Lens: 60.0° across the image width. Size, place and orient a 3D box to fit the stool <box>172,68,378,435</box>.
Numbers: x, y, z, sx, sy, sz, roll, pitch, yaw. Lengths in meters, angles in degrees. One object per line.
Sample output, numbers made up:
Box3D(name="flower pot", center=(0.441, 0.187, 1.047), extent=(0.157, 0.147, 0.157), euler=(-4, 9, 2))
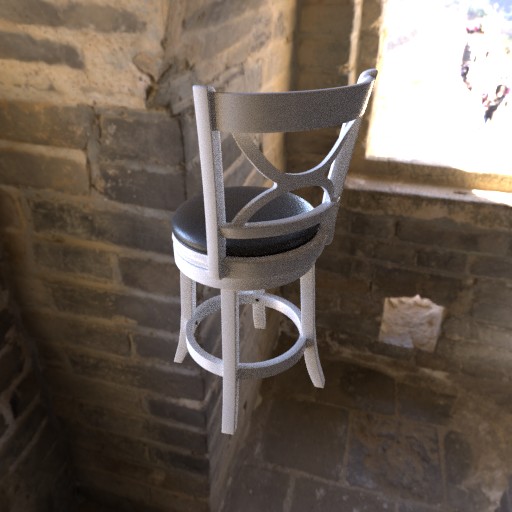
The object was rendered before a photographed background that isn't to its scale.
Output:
Box3D(name="stool", center=(0.000, 0.000, 1.215), extent=(0.444, 0.953, 0.508), euler=(-18, 34, -28))
